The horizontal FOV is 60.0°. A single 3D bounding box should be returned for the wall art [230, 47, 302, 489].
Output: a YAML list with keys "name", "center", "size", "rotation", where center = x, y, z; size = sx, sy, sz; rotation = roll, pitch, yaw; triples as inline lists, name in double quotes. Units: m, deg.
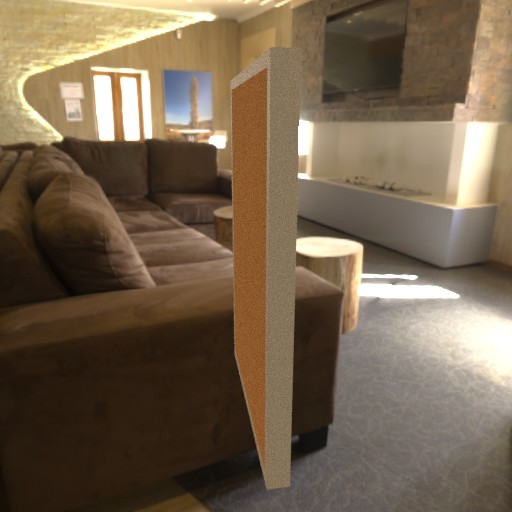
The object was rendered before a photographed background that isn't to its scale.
- name: "wall art"
  center: [0.000, 0.000, 0.841]
  size: [0.038, 0.657, 0.450]
  rotation: [-3, 17, -9]
